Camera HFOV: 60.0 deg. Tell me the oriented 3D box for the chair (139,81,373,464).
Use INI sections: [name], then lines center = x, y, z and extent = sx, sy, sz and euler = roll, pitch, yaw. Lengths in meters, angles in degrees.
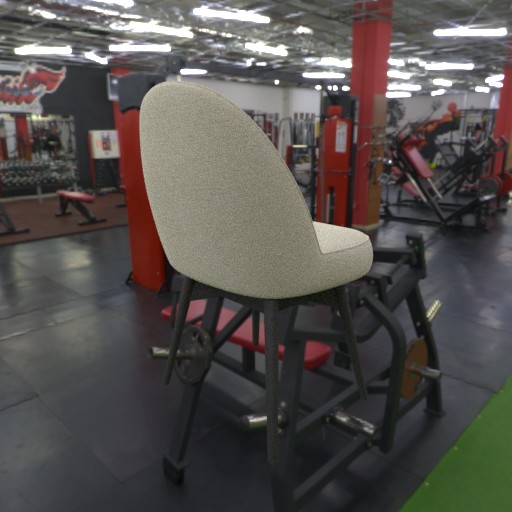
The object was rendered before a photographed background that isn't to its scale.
[chair]
center = 0.000, 0.000, 1.186
extent = 0.540, 0.838, 0.532
euler = -14, 21, -41
